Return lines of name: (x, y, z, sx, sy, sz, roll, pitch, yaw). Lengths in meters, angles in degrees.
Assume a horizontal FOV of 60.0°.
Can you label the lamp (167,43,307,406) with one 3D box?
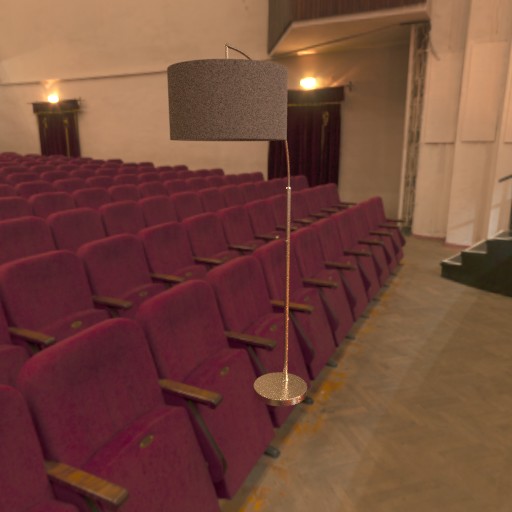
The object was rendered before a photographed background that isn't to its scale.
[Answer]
lamp: (0.000, 0.000, 2.068, 0.452, 1.735, 0.934, 7, 15, 25)
